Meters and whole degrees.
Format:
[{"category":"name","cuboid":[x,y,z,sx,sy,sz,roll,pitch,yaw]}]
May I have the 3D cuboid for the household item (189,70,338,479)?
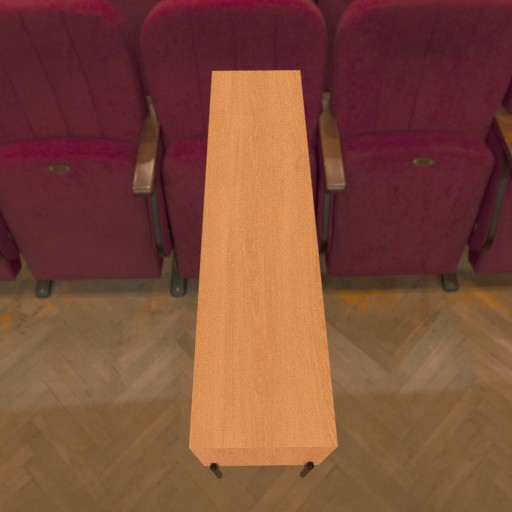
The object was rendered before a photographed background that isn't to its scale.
[{"category":"household item","cuboid":[0.000,0.000,1.777,0.400,0.600,1.550,-1,59,0]}]
